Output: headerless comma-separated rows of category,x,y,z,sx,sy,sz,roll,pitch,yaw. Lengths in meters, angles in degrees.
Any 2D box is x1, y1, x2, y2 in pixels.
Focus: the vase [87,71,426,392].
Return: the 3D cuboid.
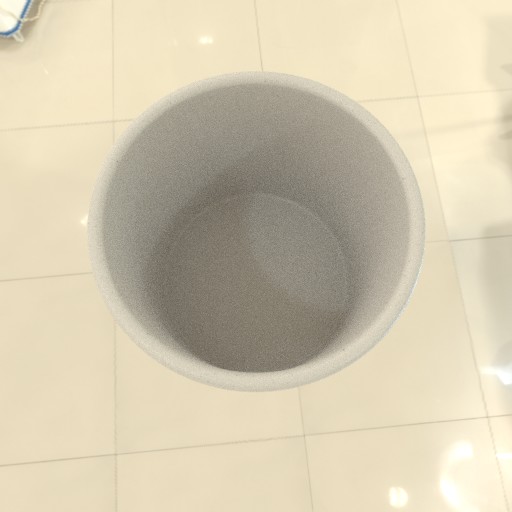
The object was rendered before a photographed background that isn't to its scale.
vase,0.000,0.000,0.238,0.137,0.127,0.137,0,74,0
